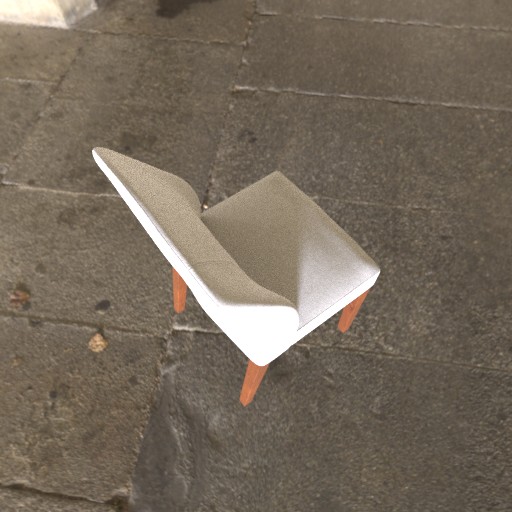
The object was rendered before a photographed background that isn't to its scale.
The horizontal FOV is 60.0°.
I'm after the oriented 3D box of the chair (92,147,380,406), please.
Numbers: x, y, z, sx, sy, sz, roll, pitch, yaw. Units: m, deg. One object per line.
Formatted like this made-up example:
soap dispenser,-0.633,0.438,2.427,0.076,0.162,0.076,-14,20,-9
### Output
chair,0.000,0.000,1.215,0.540,0.893,0.472,-32,63,-19
